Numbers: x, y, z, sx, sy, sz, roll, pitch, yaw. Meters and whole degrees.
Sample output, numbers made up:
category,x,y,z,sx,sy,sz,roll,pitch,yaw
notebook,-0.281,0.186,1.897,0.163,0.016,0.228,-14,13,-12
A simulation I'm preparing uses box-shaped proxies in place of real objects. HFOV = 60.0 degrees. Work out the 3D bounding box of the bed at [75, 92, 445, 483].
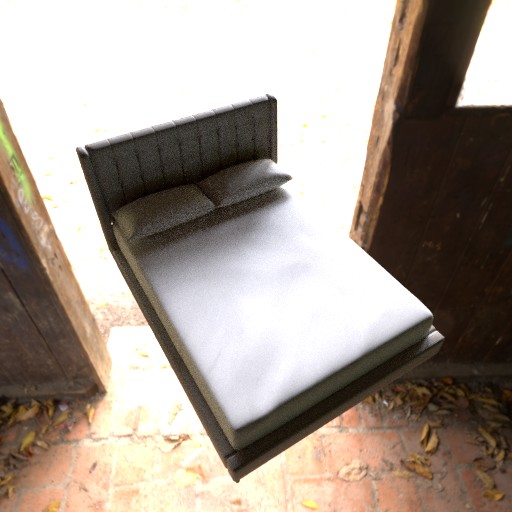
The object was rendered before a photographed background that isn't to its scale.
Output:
category,x,y,z,sx,sy,sz,roll,pitch,yaw
bed,0.000,0.000,3.167,1.656,1.147,2.232,-24,50,-21
